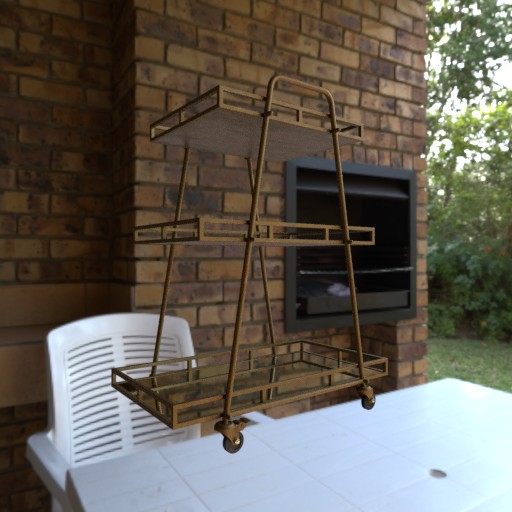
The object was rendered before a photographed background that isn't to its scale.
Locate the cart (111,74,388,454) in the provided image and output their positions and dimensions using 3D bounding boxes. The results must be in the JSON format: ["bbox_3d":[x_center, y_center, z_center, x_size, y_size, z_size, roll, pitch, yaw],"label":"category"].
[{"bbox_3d":[0.000,0.000,1.281,0.711,0.883,0.441,0,0,-37],"label":"cart"}]
